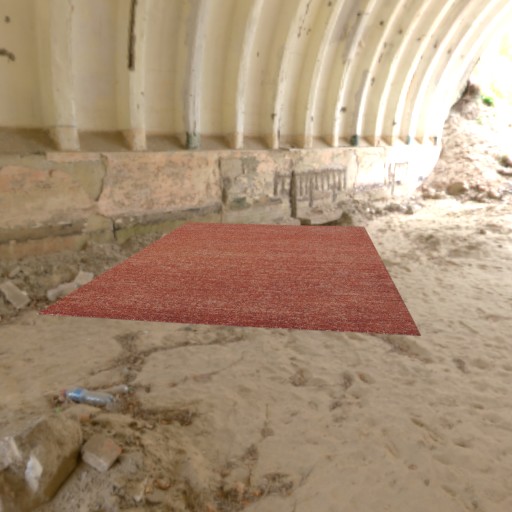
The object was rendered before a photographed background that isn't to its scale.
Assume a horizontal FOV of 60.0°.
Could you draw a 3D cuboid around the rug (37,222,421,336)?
[{"bbox_3d":[0.000,0.000,5.073,2.803,0.025,3.965,2,15,8],"label":"rug"}]
